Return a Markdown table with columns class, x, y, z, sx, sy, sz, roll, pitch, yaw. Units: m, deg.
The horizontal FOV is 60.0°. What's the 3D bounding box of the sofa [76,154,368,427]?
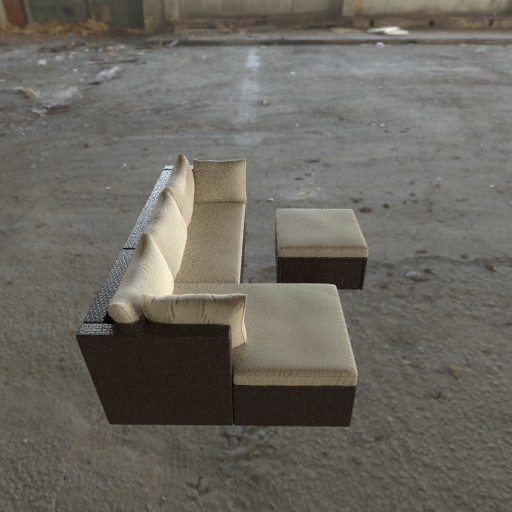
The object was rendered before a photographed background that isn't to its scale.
| class | x | y | z | sx | sy | sz | roll | pitch | yaw |
| --- | --- | --- | --- | --- | --- | --- | --- | --- | --- |
| sofa | 0.000 | 0.000 | 3.049 | 1.612 | 0.766 | 2.192 | 0 | 32 | 1 |
